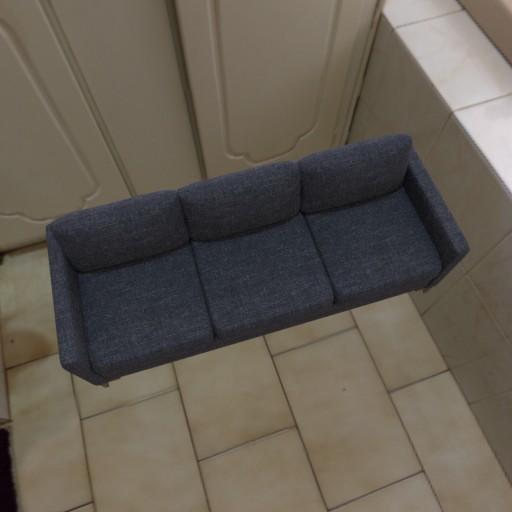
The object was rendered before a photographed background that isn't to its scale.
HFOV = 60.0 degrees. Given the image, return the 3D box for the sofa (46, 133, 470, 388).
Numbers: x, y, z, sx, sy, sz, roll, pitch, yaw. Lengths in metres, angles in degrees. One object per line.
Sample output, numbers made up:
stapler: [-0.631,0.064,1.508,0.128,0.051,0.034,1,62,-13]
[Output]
sofa: [0.000,0.000,2.636,2.218,0.874,0.859,-15,65,-7]
